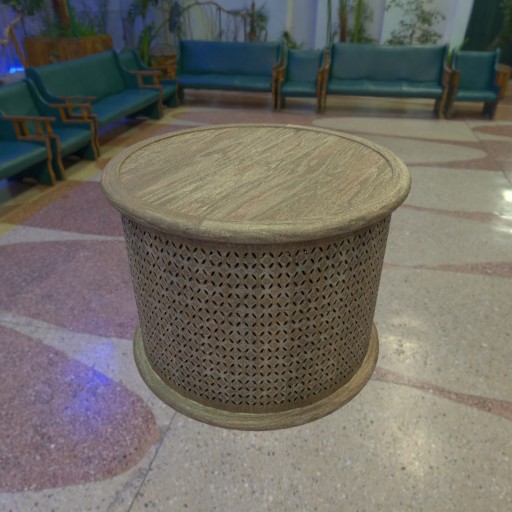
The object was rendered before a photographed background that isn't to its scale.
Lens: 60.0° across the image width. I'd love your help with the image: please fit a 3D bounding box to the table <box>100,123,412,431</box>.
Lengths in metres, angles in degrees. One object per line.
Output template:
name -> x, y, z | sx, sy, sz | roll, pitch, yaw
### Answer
table -> 0.000, 0.000, 1.013 | 0.607, 0.450, 0.607 | 0, 31, 0
